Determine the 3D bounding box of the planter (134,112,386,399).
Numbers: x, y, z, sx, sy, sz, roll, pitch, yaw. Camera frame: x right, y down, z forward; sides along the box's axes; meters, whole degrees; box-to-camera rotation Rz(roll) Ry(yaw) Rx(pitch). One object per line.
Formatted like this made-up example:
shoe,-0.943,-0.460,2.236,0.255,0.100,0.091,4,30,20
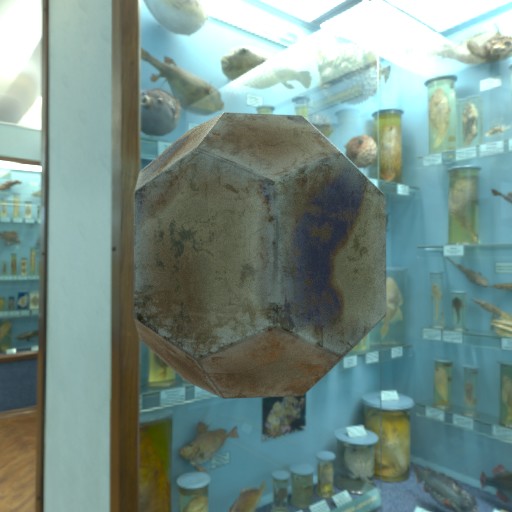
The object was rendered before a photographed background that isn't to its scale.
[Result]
planter,0.000,0.000,0.428,0.243,0.238,0.221,1,-1,-36
